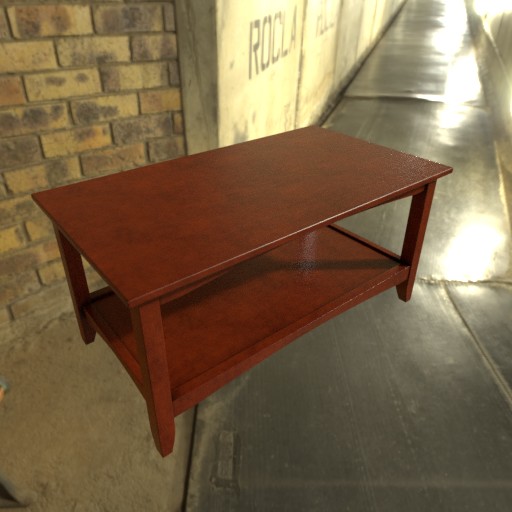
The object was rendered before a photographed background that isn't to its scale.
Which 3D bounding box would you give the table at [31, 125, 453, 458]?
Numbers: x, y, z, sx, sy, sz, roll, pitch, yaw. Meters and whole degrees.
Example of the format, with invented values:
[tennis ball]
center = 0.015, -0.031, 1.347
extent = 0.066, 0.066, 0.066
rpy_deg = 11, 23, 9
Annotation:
[table]
center = 0.000, 0.000, 1.243
extent = 0.943, 0.456, 0.533
rpy_deg = -23, 39, -32
